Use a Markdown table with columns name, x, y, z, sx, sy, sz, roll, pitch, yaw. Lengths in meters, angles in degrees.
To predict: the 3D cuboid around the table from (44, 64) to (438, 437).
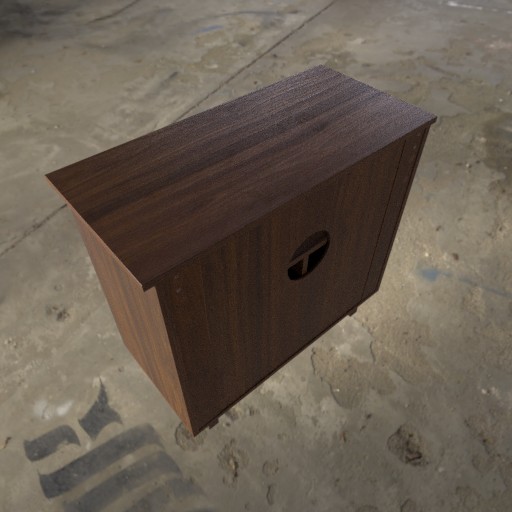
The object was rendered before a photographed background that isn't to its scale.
| name | x | y | z | sx | sy | sz | roll | pitch | yaw |
| --- | --- | --- | --- | --- | --- | --- | --- | --- | --- |
| table | 0.000 | 0.000 | 1.235 | 0.802 | 0.725 | 0.390 | -32 | 54 | -27 |
